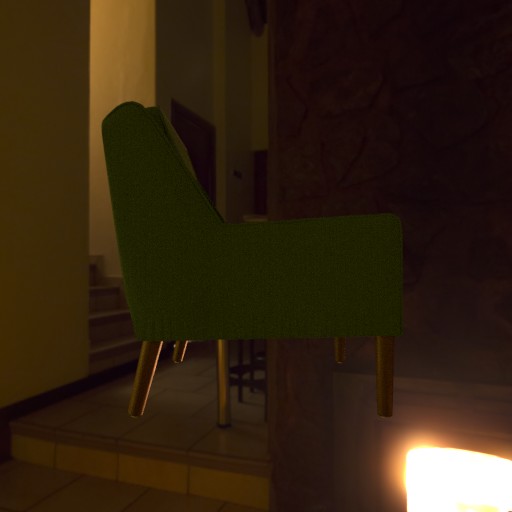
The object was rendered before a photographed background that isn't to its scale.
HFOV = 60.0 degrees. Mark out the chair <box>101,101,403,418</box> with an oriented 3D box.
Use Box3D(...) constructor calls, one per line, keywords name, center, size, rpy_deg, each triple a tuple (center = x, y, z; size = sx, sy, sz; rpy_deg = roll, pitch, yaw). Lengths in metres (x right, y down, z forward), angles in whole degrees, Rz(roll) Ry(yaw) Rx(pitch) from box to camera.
Box3D(name="chair", center=(0.000, 0.000, 1.371), size=(0.743, 0.792, 0.663), rpy_deg=(0, -1, 0))
